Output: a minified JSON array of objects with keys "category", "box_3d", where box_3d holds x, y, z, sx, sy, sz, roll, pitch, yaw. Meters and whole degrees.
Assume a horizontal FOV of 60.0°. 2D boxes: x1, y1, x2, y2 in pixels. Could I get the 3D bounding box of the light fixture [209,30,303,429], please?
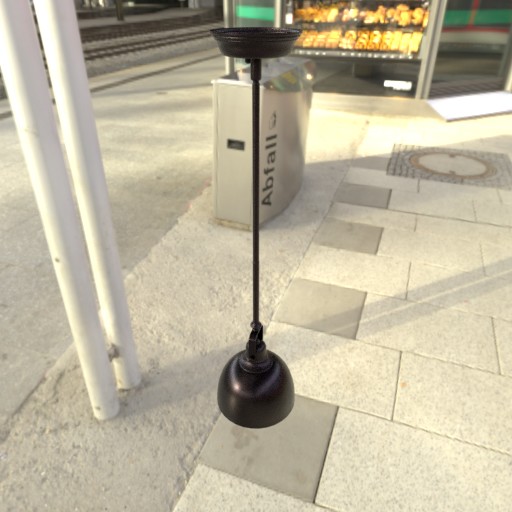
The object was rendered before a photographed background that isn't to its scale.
[{"category":"light fixture","box_3d":[0.000,0.000,0.844,0.182,0.768,0.182,9,32,16]}]
